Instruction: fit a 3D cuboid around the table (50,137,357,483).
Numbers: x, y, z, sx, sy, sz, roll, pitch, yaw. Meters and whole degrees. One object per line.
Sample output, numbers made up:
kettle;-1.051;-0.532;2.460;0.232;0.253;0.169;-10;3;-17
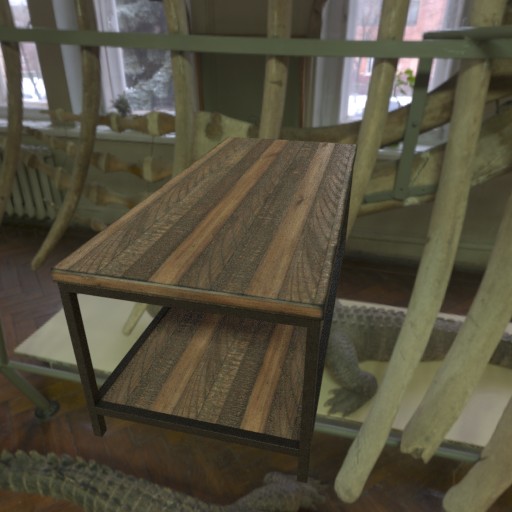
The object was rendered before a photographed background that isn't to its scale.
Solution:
table;0.000;0.000;1.201;0.452;0.399;0.990;7;28;12
